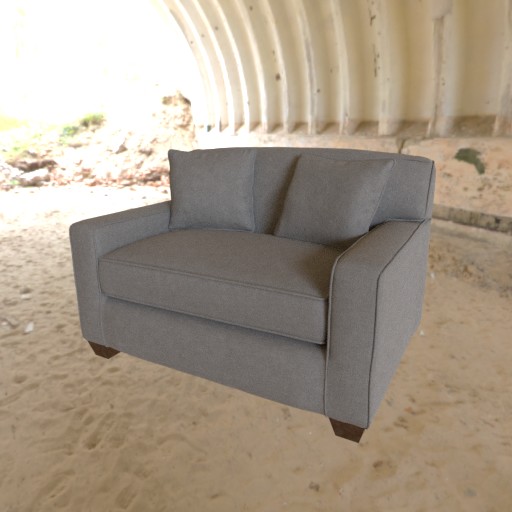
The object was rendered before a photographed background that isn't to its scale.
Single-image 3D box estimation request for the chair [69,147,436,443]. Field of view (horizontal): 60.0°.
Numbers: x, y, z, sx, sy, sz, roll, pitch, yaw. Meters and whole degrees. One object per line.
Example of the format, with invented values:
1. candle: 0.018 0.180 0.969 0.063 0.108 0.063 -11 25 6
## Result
1. chair: 0.000 0.000 2.055 1.395 0.953 0.992 9 19 27
